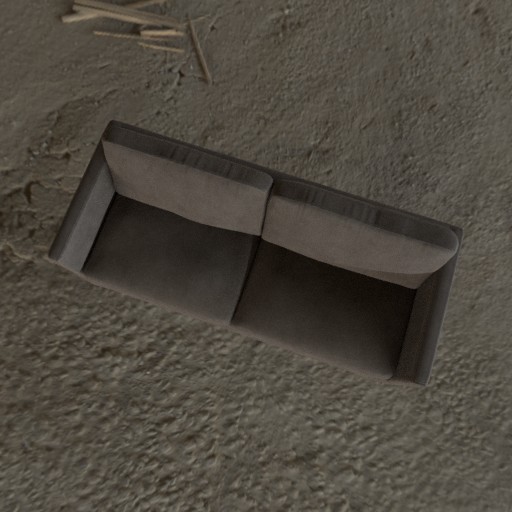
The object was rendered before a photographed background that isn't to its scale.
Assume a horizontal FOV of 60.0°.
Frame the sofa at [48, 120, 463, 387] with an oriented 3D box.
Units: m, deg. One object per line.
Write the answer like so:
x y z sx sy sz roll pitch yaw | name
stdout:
0.000 0.000 2.752 2.208 0.965 0.951 18 77 4 | sofa
